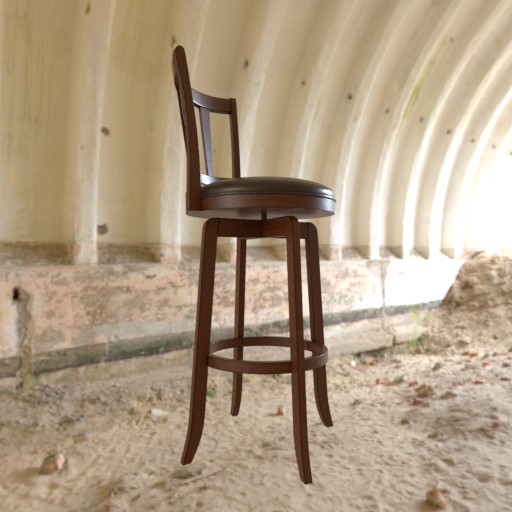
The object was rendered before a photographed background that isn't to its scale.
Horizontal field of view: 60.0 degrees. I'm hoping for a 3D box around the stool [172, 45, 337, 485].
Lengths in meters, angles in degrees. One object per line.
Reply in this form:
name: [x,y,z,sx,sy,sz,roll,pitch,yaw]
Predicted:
stool: [0.000,0.000,1.404,0.503,1.177,0.464,0,0,17]
